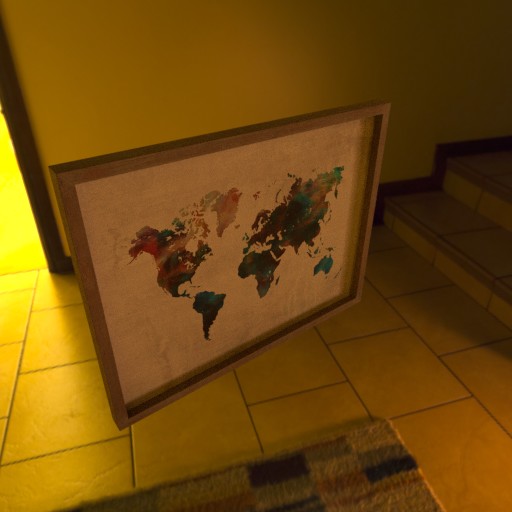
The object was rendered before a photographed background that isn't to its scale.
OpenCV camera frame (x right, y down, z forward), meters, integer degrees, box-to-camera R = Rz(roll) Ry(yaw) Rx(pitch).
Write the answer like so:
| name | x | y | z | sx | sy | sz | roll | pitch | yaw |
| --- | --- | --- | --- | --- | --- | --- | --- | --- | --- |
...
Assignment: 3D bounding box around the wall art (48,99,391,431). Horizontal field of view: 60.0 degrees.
| name | x | y | z | sx | sy | sz | roll | pitch | yaw |
| --- | --- | --- | --- | --- | --- | --- | --- | --- | --- |
| wall art | 0.000 | 0.000 | 1.746 | 1.320 | 1.009 | 0.070 | -22 | 38 | -31 |
